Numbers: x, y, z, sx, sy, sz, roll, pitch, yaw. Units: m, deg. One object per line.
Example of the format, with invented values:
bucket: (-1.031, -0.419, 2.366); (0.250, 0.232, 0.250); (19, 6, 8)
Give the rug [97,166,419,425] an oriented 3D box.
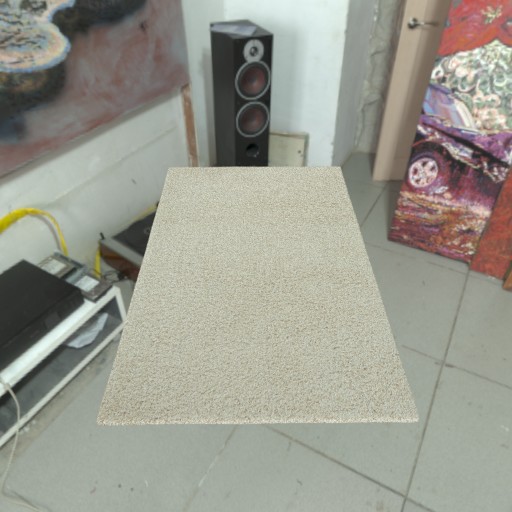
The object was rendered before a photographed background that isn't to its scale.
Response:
rug: (0.000, 0.000, 3.015); (1.524, 0.030, 2.438); (0, 40, 0)
